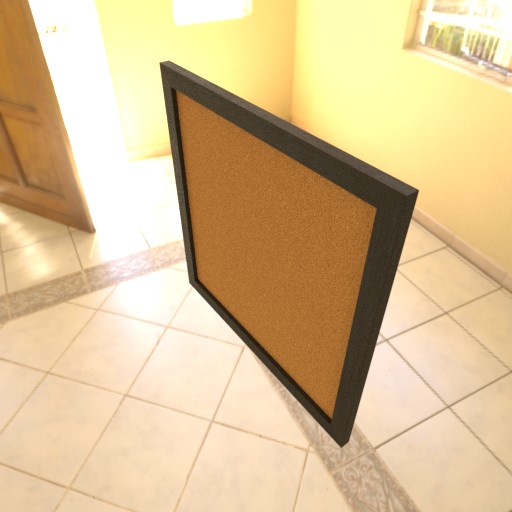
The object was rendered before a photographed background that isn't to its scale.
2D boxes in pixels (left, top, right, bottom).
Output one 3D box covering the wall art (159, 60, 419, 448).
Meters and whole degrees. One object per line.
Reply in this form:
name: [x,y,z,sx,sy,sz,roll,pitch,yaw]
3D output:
wall art: [0.000,0.000,1.501,0.038,1.016,1.016,-26,47,-27]
